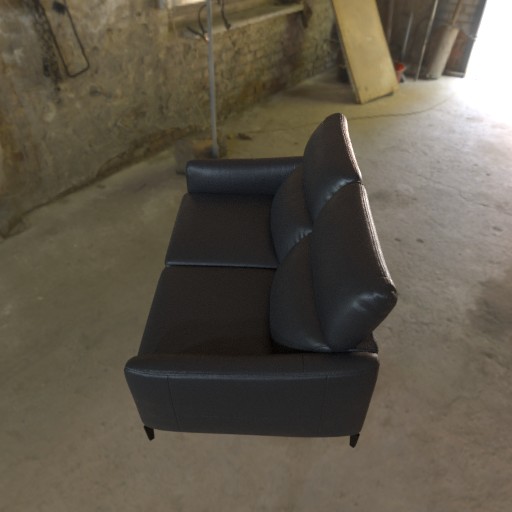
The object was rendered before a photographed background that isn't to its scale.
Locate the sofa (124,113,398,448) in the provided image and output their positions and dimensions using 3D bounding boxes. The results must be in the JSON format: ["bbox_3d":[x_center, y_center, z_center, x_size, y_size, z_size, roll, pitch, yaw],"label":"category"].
[{"bbox_3d":[0.000,0.000,2.195,0.958,0.920,1.596,1,41,1],"label":"sofa"}]
